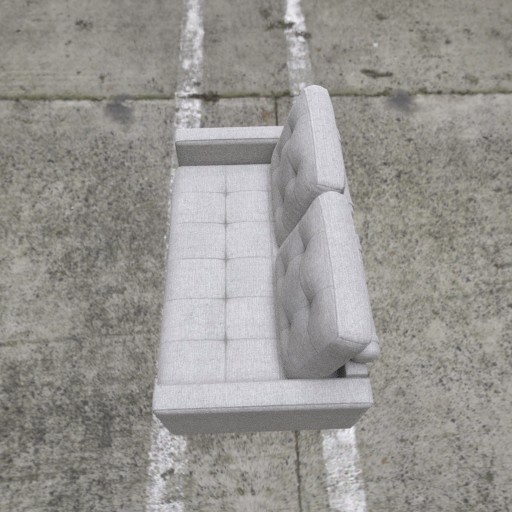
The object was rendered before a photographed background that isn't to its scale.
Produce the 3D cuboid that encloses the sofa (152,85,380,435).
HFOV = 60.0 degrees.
[{"bbox_3d":[0.000,0.000,2.002,0.842,0.907,1.407,-2,59,-1],"label":"sofa"}]
